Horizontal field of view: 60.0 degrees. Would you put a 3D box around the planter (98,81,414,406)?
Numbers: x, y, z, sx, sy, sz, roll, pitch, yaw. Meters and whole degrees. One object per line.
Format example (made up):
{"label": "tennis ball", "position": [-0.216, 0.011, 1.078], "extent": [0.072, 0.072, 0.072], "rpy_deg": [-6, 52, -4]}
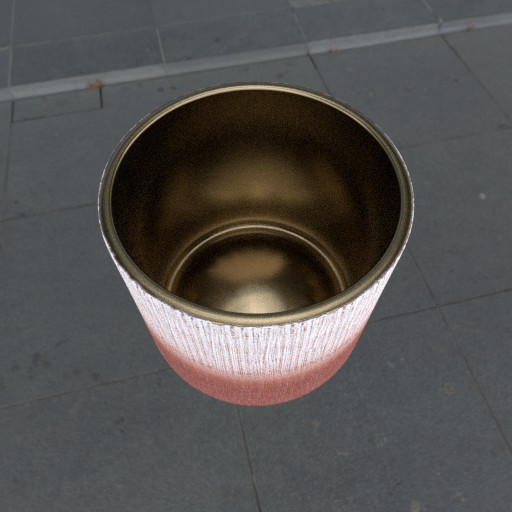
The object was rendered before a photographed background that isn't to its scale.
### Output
{"label": "planter", "position": [0.000, 0.000, 0.392], "extent": [0.221, 0.201, 0.221], "rpy_deg": [0, 59, 0]}
